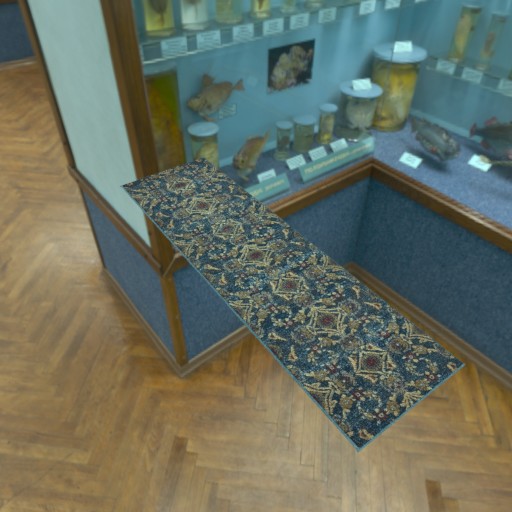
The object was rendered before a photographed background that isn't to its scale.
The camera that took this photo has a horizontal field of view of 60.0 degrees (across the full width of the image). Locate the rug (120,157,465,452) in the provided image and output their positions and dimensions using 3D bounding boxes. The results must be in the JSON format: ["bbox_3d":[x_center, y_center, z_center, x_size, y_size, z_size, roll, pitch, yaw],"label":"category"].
[{"bbox_3d":[0.000,0.000,2.544,0.685,0.014,2.292,-26,48,-26],"label":"rug"}]
